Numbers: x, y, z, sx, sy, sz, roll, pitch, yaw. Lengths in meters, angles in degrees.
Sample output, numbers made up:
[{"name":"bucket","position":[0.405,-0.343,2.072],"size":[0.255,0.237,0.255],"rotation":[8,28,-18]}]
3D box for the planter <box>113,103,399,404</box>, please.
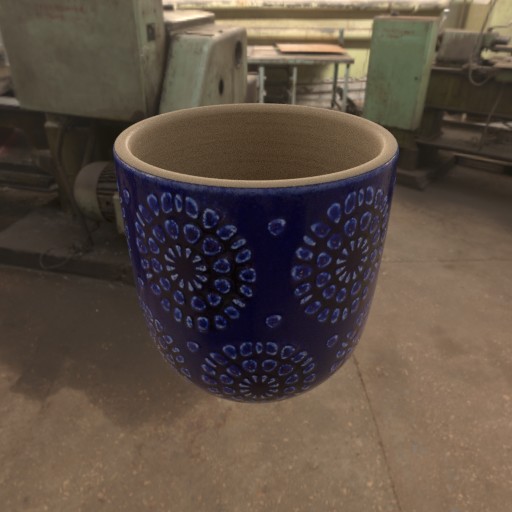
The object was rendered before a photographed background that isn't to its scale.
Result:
[{"name":"planter","position":[0.000,0.000,0.201],"size":[0.109,0.112,0.109],"rotation":[0,31,0]}]
